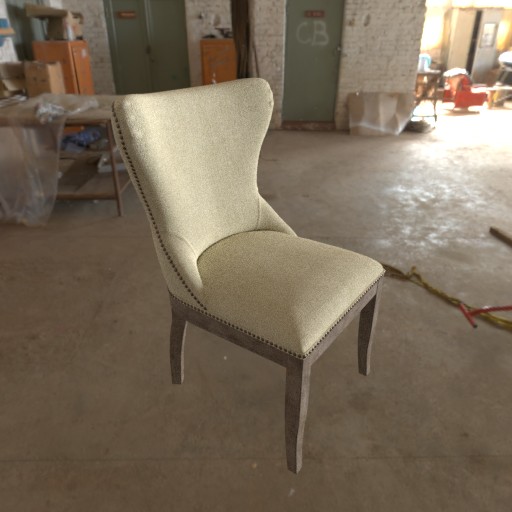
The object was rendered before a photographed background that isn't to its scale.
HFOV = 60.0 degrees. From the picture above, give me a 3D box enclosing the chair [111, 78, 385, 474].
[{"bbox_3d":[0.000,0.000,1.422,0.681,1.002,0.654,18,32,31],"label":"chair"}]
